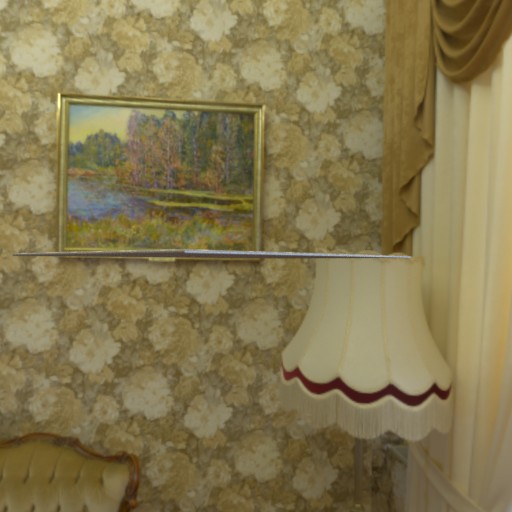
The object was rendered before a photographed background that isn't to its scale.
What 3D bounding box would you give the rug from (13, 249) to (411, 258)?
[{"bbox_3d":[0.000,0.000,1.410,0.604,0.007,1.219,-1,-1,37],"label":"rug"}]
